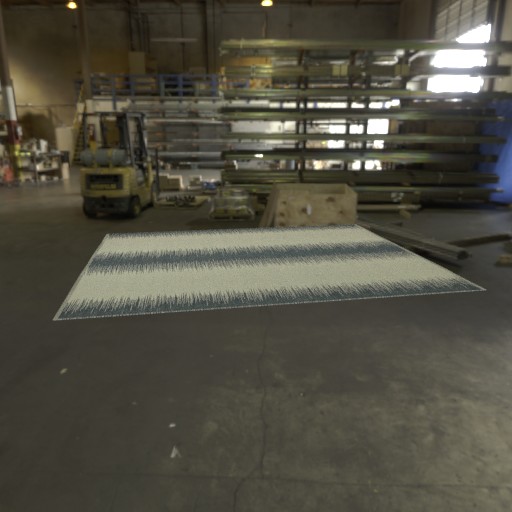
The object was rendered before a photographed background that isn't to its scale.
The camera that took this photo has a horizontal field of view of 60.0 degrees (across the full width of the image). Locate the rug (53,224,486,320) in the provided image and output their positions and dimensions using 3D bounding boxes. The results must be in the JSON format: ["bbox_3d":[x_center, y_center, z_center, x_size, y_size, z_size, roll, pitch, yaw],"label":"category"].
[{"bbox_3d":[0.000,0.000,4.174,3.037,0.004,2.453,-3,16,-10],"label":"rug"}]
